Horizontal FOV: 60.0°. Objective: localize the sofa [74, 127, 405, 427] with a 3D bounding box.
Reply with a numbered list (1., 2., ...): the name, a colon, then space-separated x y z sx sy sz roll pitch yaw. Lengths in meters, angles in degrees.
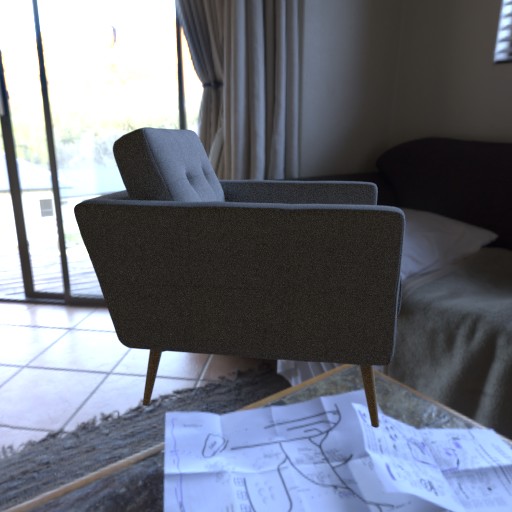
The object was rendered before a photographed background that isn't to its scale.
1. sofa: 0.000 0.000 1.552 0.920 0.860 0.770 2 15 9
